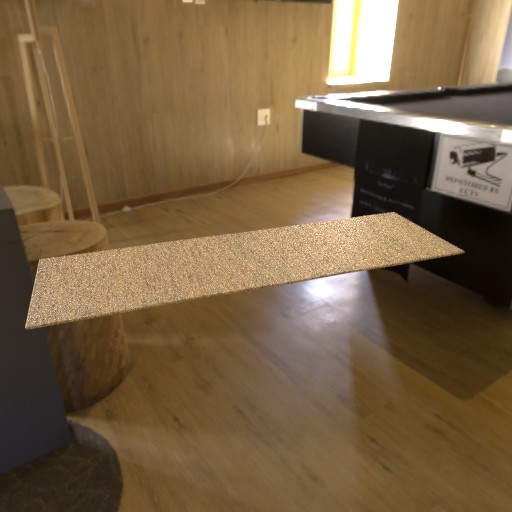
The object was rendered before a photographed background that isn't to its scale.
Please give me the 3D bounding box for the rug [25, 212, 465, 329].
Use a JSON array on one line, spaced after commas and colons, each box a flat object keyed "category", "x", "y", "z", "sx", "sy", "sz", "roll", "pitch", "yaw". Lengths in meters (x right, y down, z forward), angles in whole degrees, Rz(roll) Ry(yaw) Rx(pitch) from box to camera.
[{"category": "rug", "x": 0.000, "y": 0.000, "z": 2.490, "sx": 2.290, "sy": 0.014, "sz": 0.700, "roll": -9, "pitch": 27, "yaw": -17}]
